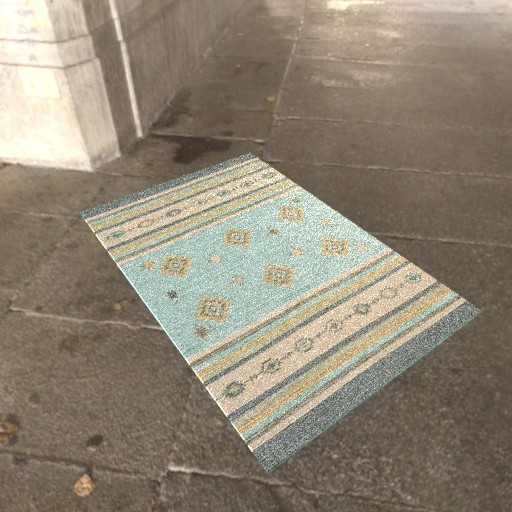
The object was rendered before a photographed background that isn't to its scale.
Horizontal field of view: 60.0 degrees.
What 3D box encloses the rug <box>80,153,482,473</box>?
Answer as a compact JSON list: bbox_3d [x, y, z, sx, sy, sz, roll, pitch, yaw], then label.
[{"bbox_3d":[0.000,0.000,2.288,1.212,0.010,1.811,-26,47,-26],"label":"rug"}]
